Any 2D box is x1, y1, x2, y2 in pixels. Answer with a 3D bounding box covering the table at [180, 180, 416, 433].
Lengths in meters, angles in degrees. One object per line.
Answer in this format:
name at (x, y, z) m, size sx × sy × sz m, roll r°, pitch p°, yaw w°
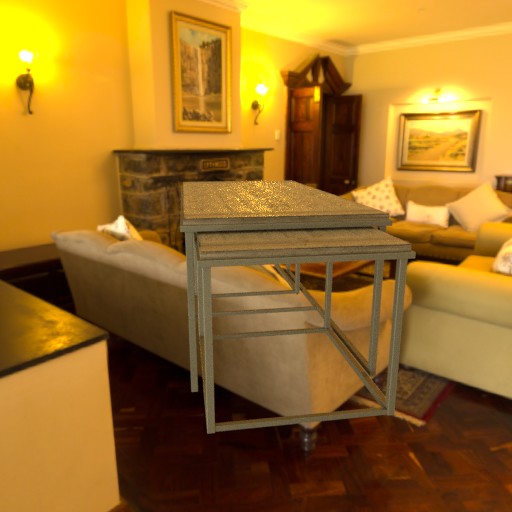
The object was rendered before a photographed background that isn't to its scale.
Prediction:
table at (0.000, 0.000, 1.514) m, size 0.489 × 0.427 × 1.312 m, roll -2°, pitch 14°, yaw -9°
